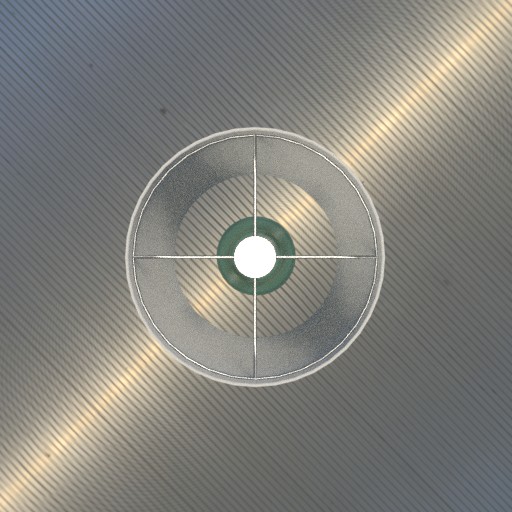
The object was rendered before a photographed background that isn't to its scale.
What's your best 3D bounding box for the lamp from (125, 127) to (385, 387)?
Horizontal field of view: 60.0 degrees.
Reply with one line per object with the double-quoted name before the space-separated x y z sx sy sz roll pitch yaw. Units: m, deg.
"lamp" 0.000 0.000 0.607 0.212 0.493 0.212 0 90 0
